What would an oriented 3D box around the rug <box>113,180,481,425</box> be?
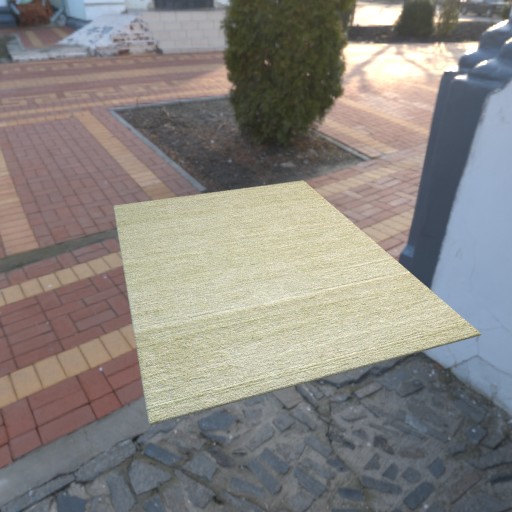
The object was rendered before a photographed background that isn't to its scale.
[{"bbox_3d":[0.000,0.000,4.226,2.425,0.016,3.198,-10,33,-16],"label":"rug"}]
